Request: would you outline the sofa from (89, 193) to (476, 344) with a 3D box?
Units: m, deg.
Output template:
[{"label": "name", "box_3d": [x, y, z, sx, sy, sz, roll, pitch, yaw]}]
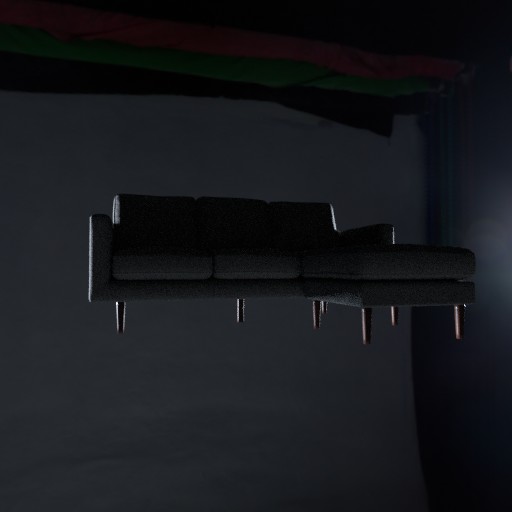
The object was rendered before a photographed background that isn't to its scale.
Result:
[{"label": "sofa", "box_3d": [0.000, 0.000, 2.916, 2.055, 0.957, 1.667, 0, -2, -17]}]
